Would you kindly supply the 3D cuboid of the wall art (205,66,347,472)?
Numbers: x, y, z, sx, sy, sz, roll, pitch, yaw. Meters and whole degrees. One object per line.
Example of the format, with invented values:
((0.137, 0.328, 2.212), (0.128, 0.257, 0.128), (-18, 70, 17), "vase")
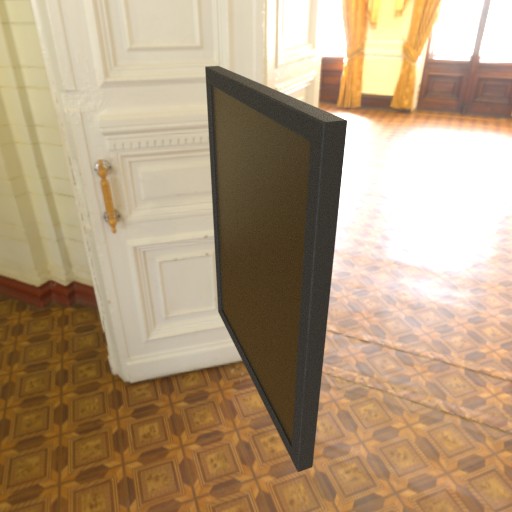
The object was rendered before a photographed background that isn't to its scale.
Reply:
((0.000, 0.000, 0.768), (0.028, 0.558, 0.457), (-11, 32, -18), "wall art")
